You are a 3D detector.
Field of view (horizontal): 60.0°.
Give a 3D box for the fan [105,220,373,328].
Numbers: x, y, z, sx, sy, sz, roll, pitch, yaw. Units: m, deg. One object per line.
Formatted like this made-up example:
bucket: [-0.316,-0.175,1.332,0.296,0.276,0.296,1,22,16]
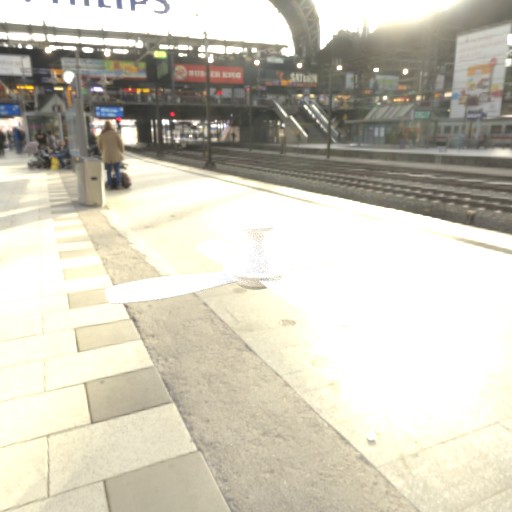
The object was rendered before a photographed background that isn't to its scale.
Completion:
fan: [0.000,0.000,2.575,1.693,0.382,1.694,-8,17,-26]
